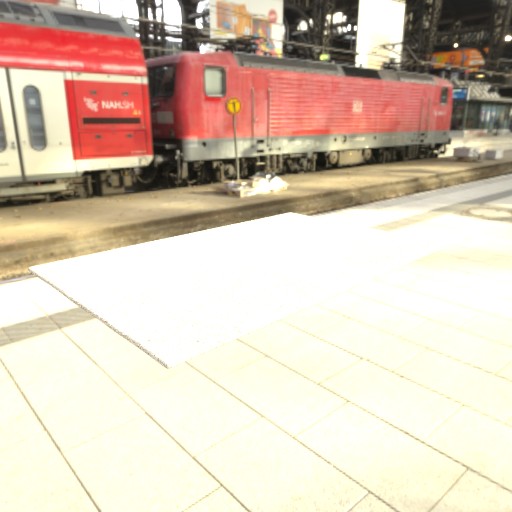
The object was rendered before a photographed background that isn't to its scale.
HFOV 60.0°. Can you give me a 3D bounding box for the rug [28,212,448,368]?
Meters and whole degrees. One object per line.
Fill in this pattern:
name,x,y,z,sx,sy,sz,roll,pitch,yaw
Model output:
rug,0.000,0.000,3.397,2.743,0.030,1.778,-16,23,-41
